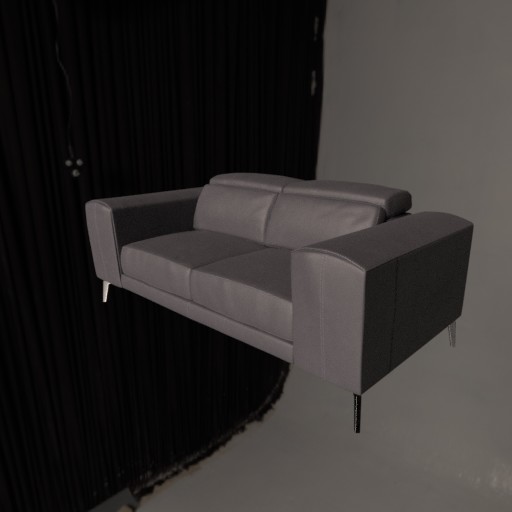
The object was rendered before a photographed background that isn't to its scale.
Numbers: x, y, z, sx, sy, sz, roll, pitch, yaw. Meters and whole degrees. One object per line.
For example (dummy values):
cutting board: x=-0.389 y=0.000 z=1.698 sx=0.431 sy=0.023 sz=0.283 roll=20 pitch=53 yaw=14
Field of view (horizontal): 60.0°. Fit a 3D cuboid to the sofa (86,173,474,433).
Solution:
sofa: x=0.000 y=0.000 z=2.393 sx=1.895 sy=0.779 sz=1.003 roll=15 pitch=21 yaw=42
